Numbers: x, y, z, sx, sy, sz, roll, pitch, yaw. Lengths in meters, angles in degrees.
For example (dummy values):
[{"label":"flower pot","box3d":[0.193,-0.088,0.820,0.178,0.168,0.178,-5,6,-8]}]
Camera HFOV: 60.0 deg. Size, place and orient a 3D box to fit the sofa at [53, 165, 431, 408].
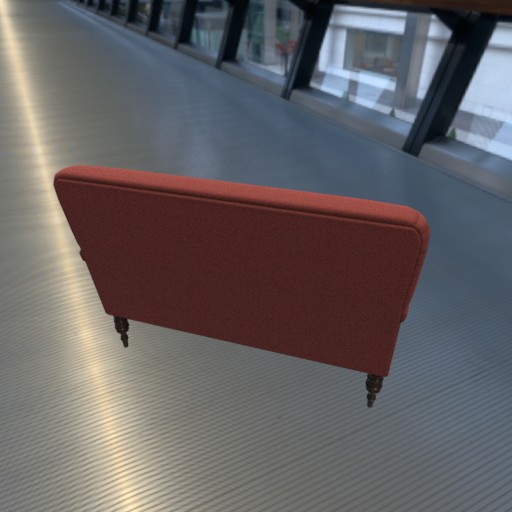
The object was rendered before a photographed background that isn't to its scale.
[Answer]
[{"label":"sofa","box3d":[0.000,0.000,1.822,1.297,0.889,0.779,10,33,15]}]
